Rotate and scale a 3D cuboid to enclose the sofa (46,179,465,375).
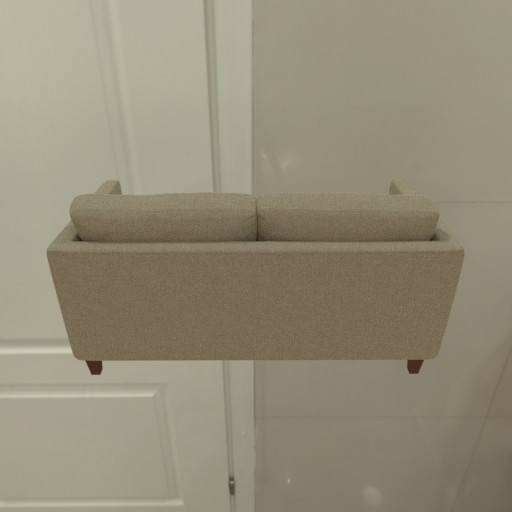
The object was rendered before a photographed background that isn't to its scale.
[{"bbox_3d":[0.000,0.000,2.484,1.884,0.947,0.951,0,29,0],"label":"sofa"}]
